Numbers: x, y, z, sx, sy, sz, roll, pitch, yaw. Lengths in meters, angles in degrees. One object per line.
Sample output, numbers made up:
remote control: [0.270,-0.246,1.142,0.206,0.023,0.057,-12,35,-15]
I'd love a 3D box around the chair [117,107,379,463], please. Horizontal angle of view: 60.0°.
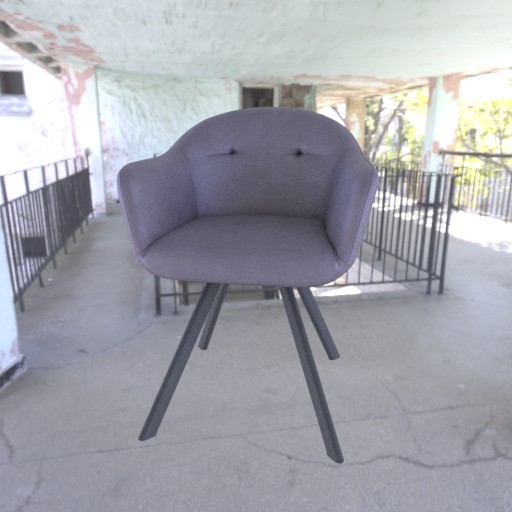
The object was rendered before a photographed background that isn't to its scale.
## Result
chair: [0.000,0.000,1.169,0.567,0.781,0.544,2,15,9]
